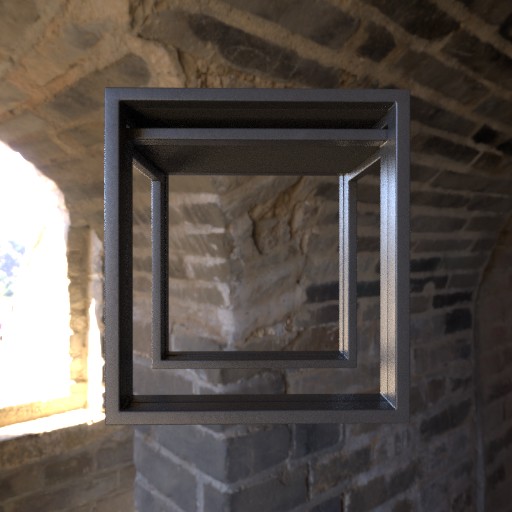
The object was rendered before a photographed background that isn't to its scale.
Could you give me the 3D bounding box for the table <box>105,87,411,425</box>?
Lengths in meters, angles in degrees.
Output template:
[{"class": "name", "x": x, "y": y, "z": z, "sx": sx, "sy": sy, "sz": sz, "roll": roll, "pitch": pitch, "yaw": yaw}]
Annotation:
[{"class": "table", "x": 0.000, "y": 0.000, "z": 0.946, "sx": 0.500, "sy": 0.550, "sz": 0.449, "roll": 0, "pitch": 0, "yaw": -1}]
